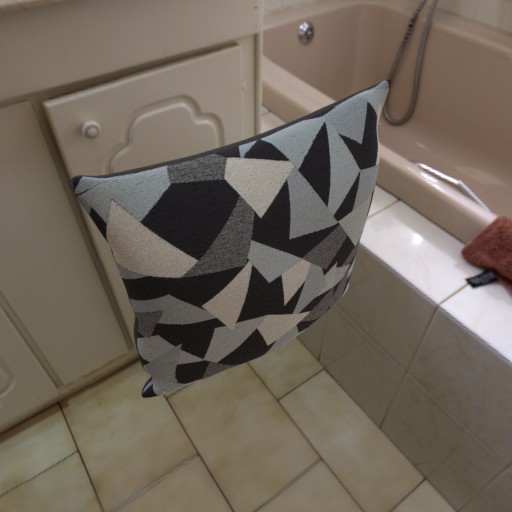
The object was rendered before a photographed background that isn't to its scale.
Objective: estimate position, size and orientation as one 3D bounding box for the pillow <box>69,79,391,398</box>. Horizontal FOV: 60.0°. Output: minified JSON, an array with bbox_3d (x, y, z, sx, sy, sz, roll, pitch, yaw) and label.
[{"bbox_3d":[0.000,0.000,0.748,0.503,0.496,0.208,-25,51,-22],"label":"pillow"}]
